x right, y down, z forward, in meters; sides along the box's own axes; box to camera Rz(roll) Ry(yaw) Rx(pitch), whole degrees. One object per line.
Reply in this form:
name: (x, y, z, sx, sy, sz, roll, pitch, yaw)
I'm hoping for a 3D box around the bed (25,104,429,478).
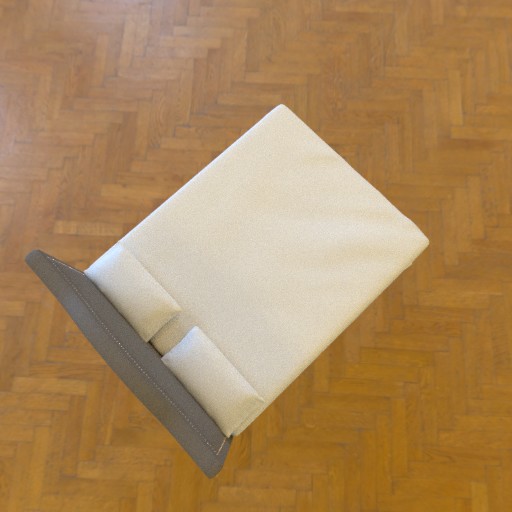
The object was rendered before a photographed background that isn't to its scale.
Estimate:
bed: (0.000, 0.000, 3.331, 2.282, 1.436, 1.821, -43, 80, -9)
